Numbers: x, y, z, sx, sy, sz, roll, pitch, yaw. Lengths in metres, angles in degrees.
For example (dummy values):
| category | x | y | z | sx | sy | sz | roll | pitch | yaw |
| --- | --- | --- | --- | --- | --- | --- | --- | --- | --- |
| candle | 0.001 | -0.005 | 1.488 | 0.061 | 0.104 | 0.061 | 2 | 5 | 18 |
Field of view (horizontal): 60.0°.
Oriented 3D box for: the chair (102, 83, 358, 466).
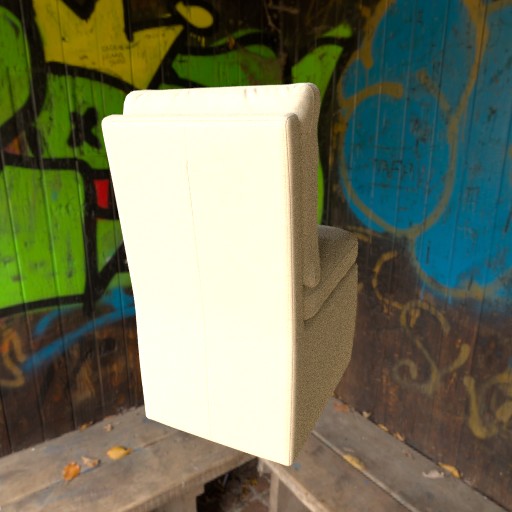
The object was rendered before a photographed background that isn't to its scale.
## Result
| category | x | y | z | sx | sy | sz | roll | pitch | yaw |
| --- | --- | --- | --- | --- | --- | --- | --- | --- | --- |
| chair | 0.000 | 0.000 | 1.335 | 0.503 | 0.927 | 0.698 | 8 | 18 | 25 |
